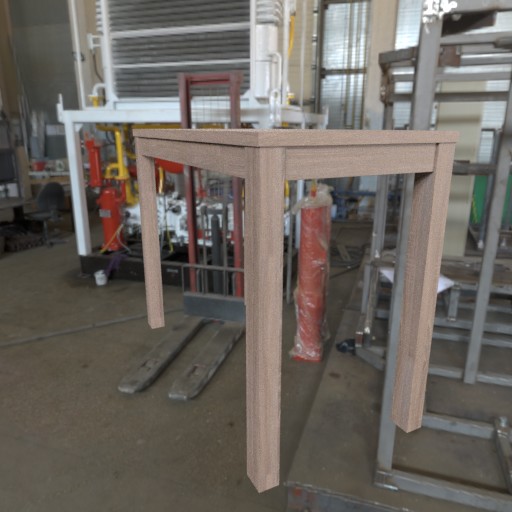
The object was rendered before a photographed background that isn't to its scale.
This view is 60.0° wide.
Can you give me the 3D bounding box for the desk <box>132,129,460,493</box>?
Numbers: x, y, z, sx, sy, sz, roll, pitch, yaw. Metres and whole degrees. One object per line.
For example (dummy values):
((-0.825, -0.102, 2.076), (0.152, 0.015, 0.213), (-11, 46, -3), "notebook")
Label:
((0.000, 0.000, 1.390), (0.495, 0.762, 0.991), (-8, 18, -26), "desk")
